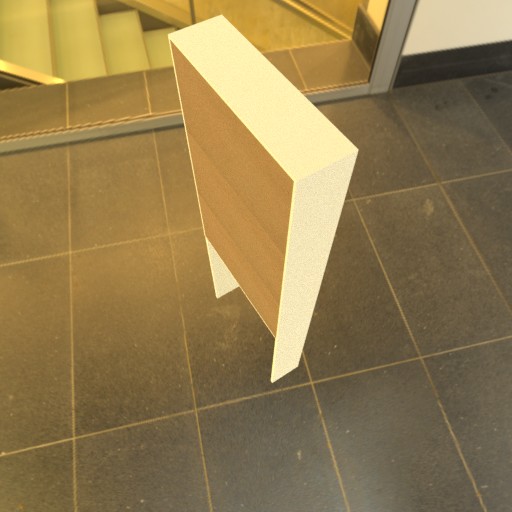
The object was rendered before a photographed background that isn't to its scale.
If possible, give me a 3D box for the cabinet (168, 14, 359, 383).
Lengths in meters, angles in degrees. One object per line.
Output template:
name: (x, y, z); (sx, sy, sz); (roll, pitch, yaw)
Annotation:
cabinet: (0.000, 0.000, 1.924); (0.192, 1.770, 0.643); (-29, 64, -16)
